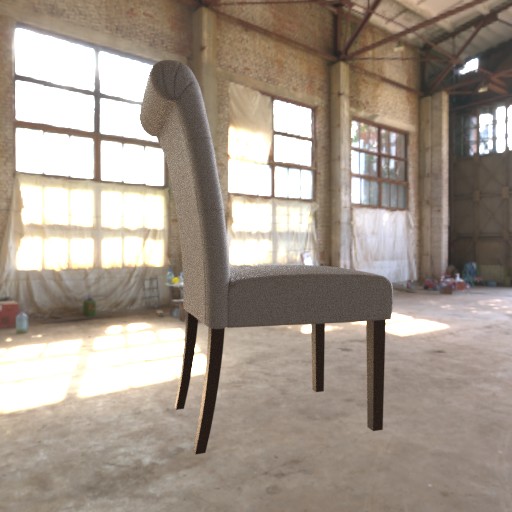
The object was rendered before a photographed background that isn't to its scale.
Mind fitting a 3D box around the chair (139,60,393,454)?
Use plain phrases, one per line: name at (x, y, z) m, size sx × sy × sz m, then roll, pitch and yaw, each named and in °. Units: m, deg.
chair at (0.000, 0.000, 1.366) m, size 0.671 × 1.006 × 0.456 m, roll 0°, pitch 1°, yaw -19°
